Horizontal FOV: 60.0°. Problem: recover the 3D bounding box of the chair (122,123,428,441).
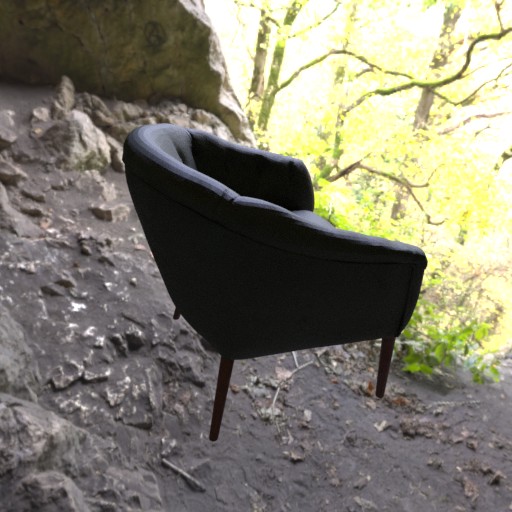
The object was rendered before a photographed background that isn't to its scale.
[{"bbox_3d":[0.000,0.000,1.514,0.776,0.885,0.851,-10,32,-17],"label":"chair"}]
